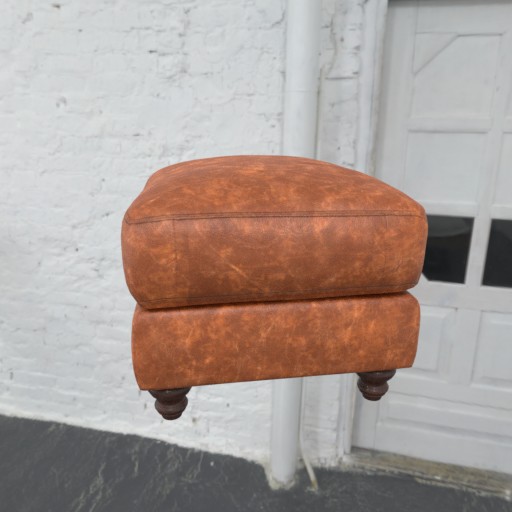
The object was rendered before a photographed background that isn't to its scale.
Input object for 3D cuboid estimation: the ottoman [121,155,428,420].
[{"bbox_3d":[0.000,0.000,1.283,0.657,0.562,0.832,-2,16,-9],"label":"ottoman"}]
